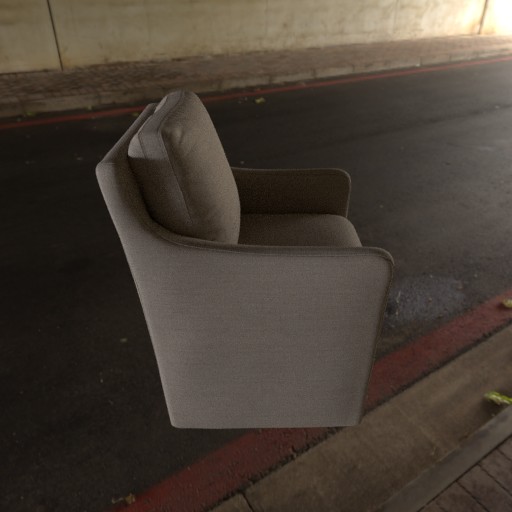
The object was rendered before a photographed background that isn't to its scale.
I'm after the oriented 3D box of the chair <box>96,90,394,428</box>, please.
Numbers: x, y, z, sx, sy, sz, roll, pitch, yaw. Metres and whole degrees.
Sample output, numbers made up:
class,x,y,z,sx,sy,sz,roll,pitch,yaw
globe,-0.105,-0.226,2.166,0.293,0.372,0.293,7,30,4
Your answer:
class,x,y,z,sx,sy,sz,roll,pitch,yaw
chair,0.000,0.000,1.389,0.694,0.914,0.626,0,31,-1
